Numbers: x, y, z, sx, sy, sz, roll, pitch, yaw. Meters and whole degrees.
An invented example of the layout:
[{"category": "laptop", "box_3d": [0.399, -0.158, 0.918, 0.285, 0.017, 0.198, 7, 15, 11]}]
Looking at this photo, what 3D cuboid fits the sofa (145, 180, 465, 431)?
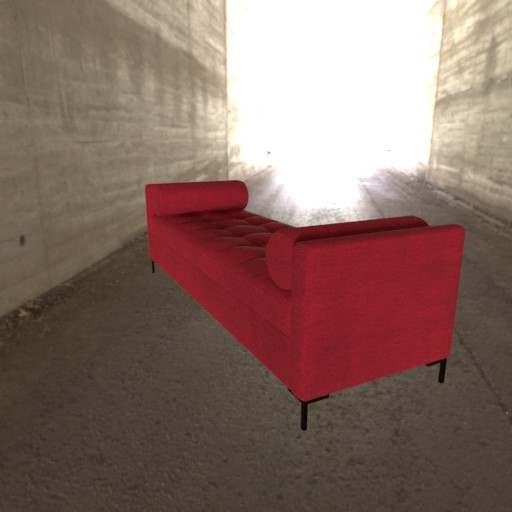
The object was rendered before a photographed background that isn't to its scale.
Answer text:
[{"category": "sofa", "box_3d": [0.000, 0.000, 2.353, 0.686, 0.635, 1.981, -8, 17, -26]}]
